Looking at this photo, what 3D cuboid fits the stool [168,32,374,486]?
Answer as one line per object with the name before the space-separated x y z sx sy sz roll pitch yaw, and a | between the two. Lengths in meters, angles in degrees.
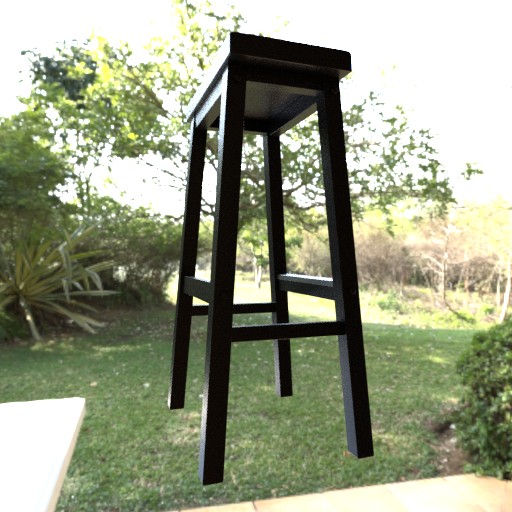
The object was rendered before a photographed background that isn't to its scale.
stool | 0.000 0.000 0.957 0.322 0.742 0.406 0 0 -19
